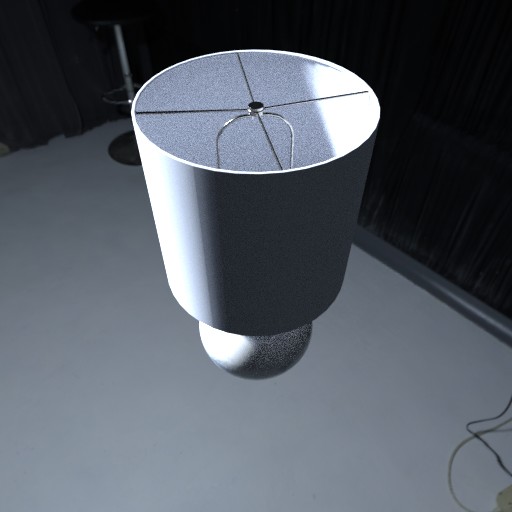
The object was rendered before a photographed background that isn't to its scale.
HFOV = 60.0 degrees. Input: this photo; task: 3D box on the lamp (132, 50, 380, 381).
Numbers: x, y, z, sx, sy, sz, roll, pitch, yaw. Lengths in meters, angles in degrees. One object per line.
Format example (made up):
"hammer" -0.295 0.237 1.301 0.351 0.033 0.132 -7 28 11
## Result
"lamp" 0.000 0.000 0.540 0.216 0.404 0.216 -32 55 -26
